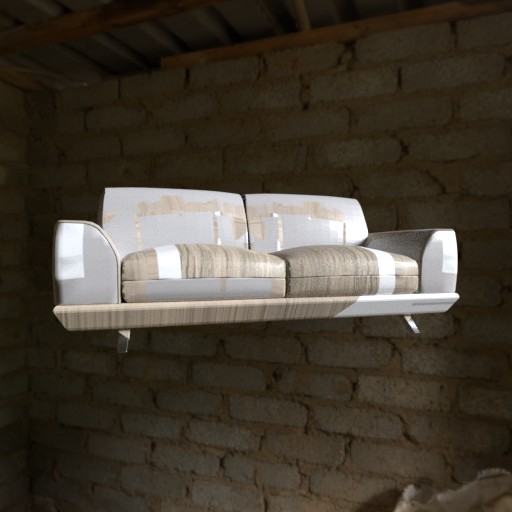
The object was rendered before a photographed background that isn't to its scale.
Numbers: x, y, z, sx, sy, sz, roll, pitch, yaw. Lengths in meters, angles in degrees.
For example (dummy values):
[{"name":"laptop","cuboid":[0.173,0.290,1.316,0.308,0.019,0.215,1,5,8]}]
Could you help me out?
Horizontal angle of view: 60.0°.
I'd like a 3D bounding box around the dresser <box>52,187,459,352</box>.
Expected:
[{"name":"dresser","cuboid":[0.000,0.000,5.822,4.679,1.863,2.251,0,0,-18]}]
